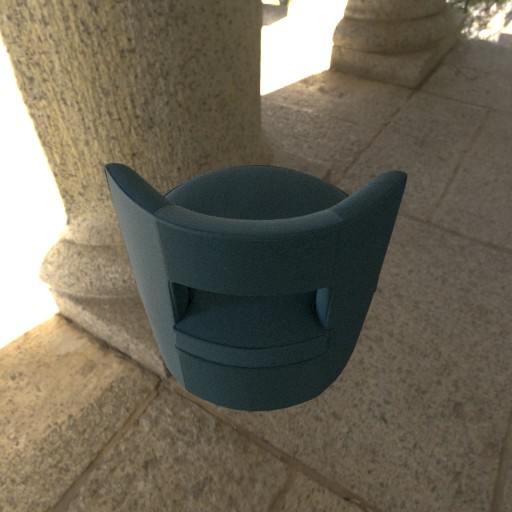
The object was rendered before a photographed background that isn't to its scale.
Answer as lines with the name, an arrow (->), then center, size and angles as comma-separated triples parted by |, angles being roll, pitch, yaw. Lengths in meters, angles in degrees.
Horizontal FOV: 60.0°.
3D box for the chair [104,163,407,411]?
chair -> 0.000, 0.000, 1.242 | 0.684, 0.711, 0.660 | 2, 45, 2
